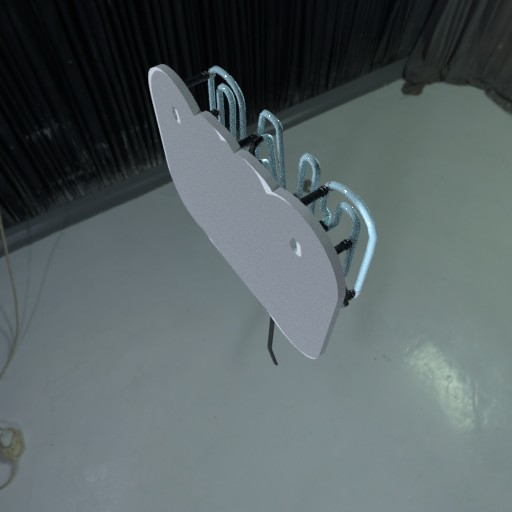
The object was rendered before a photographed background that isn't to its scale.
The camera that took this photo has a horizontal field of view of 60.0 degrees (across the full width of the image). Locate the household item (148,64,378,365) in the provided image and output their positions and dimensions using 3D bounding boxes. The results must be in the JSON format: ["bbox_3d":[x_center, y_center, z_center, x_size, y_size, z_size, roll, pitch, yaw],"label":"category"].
[{"bbox_3d":[0.000,0.000,0.383,0.042,0.294,0.211,-31,63,-18],"label":"household item"}]
